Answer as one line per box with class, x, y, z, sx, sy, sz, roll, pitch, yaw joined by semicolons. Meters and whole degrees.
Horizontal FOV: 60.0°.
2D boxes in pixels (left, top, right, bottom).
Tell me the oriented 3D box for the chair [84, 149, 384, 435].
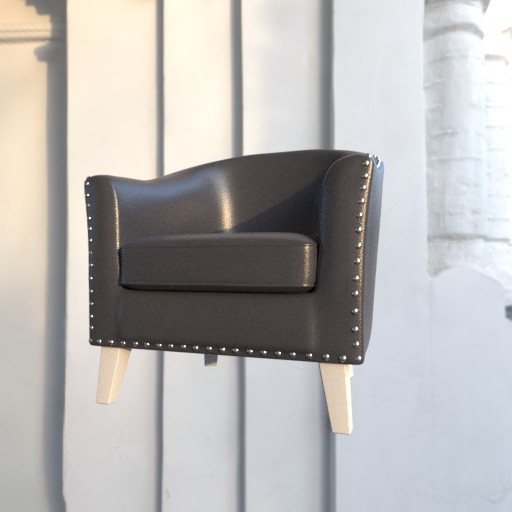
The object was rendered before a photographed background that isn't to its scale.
chair;0.000;0.000;1.424;0.794;0.823;0.748;0;-1;19
